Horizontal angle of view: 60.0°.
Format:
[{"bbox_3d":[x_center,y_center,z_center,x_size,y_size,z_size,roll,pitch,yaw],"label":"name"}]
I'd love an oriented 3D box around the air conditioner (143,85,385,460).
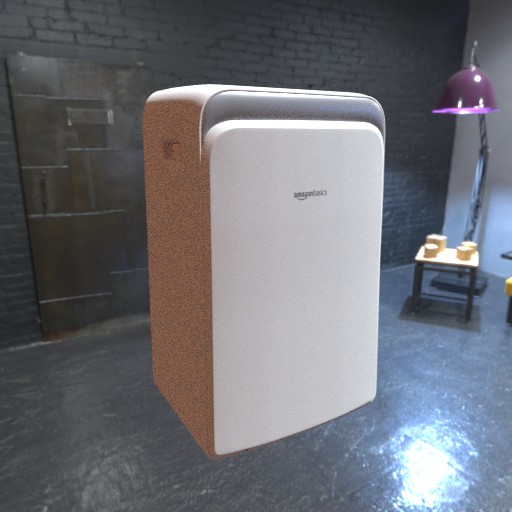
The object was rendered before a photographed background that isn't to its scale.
[{"bbox_3d":[0.000,0.000,1.074,0.478,0.765,0.467,-8,17,-28],"label":"air conditioner"}]
